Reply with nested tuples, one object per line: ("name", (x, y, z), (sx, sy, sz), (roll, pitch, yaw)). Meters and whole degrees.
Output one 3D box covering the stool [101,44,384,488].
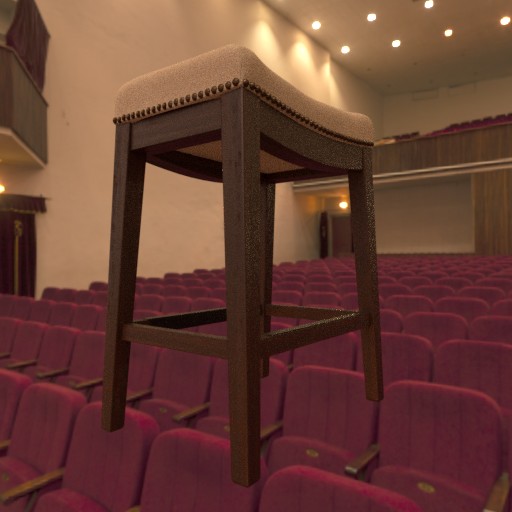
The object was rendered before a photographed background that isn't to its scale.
("stool", (0.000, 0.000, 0.944), (0.363, 0.669, 0.509), (0, 0, 38))
